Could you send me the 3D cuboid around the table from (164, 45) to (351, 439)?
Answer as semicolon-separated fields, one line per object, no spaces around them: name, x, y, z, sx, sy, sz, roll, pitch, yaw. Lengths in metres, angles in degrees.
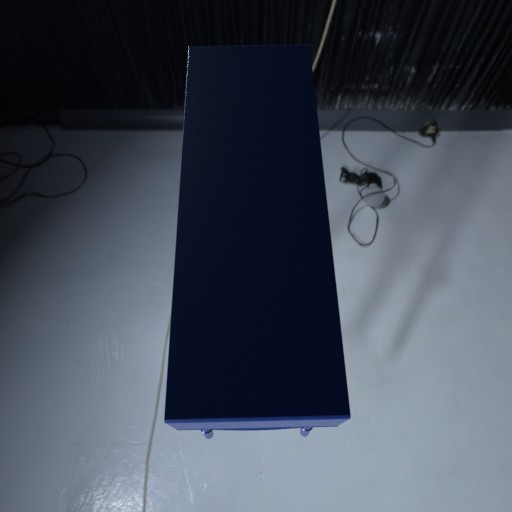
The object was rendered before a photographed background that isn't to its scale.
table;0.000;0.000;1.483;0.399;0.749;1.118;-1;64;-1
